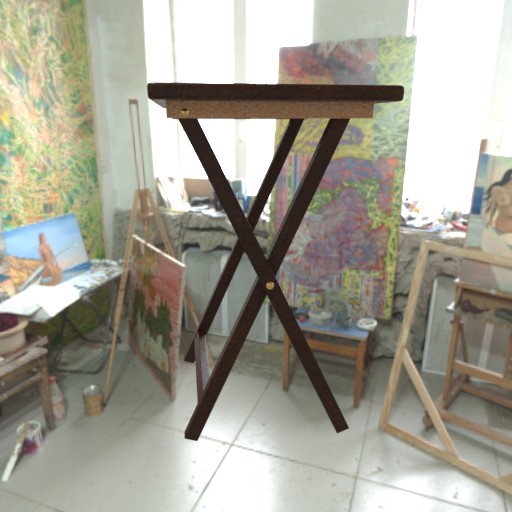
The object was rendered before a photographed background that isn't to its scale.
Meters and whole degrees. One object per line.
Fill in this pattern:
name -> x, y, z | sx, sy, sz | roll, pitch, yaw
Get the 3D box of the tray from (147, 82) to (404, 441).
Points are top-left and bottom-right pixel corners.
tray -> 0.000, 0.000, 0.958 | 0.381, 0.660, 0.483 | -3, 17, -9
